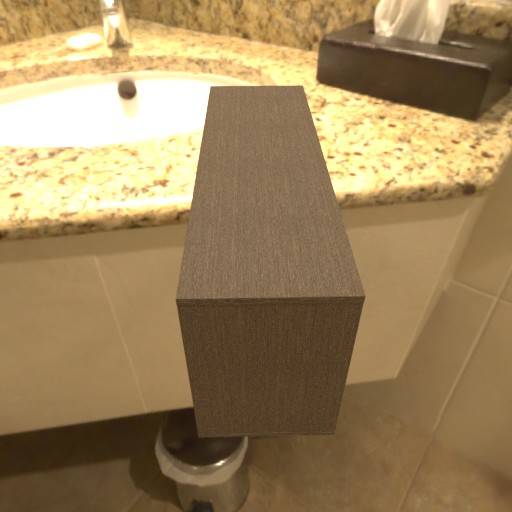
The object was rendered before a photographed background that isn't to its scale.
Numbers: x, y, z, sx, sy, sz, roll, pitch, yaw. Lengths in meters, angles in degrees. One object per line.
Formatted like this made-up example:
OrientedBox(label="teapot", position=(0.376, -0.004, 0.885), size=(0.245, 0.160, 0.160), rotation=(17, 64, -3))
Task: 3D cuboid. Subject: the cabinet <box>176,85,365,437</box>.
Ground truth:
OrientedBox(label="cabinet", position=(0.000, 0.000, 1.578), size=(0.405, 0.787, 1.194), rotation=(-1, 40, -1))
